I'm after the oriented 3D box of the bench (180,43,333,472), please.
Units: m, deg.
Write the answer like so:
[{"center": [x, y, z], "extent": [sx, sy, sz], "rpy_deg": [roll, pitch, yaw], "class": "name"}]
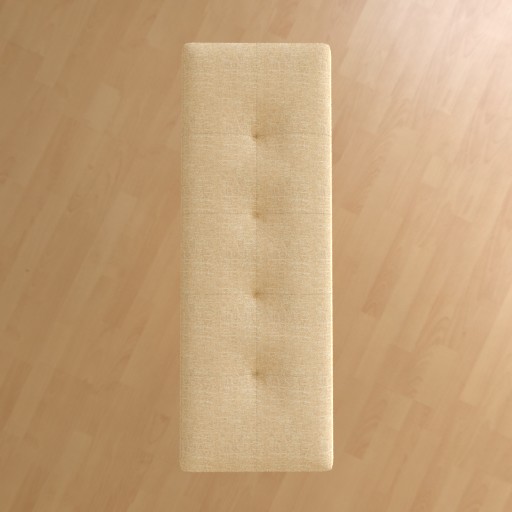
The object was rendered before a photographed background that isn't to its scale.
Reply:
[{"center": [0.000, 0.000, 1.422], "extent": [0.432, 0.406, 1.219], "rpy_deg": [0, 88, 0], "class": "bench"}]
